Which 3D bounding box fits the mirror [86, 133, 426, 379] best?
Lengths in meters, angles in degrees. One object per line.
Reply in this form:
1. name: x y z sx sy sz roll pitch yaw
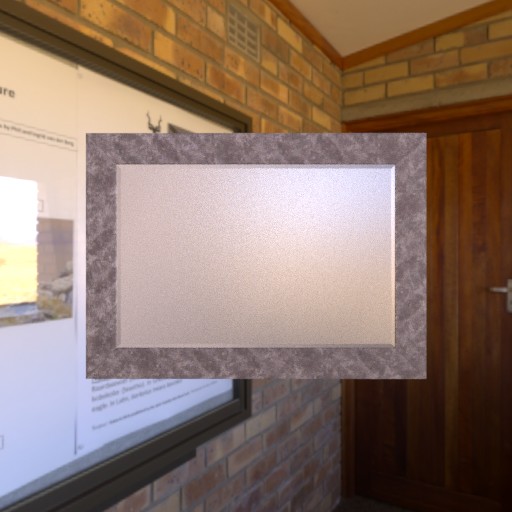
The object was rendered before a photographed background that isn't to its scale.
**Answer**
1. mirror: 0.000 0.000 1.444 1.101 0.795 0.022 0 0 0
